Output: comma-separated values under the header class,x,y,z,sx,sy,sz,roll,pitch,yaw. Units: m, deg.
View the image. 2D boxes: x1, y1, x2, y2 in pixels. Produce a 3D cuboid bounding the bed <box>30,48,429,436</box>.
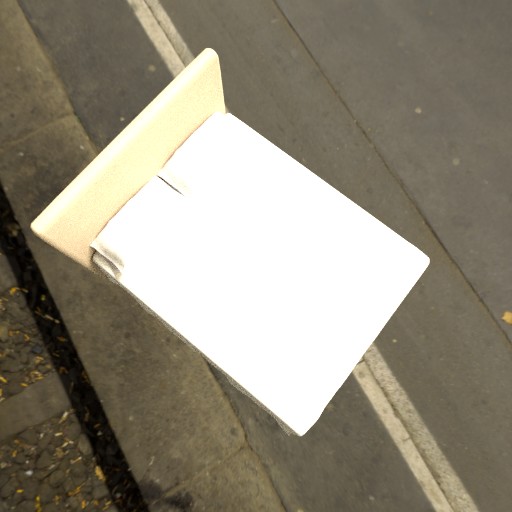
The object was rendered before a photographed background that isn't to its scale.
class,x,y,z,sx,sy,sz,roll,pitch,yaw
bed,0.000,0.000,3.243,2.142,1.330,1.723,38,78,9
